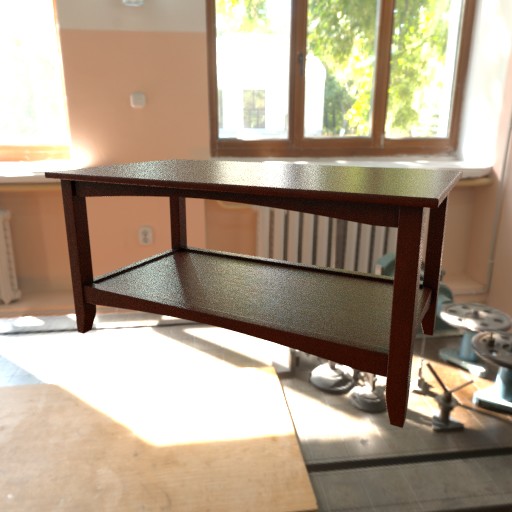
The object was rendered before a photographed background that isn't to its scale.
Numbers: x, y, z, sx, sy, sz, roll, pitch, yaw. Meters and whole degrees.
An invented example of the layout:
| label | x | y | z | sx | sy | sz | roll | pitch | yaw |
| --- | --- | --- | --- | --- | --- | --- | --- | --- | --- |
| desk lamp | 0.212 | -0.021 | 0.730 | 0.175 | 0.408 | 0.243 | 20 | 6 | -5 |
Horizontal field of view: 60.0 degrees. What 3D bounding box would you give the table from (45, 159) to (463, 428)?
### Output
| label | x | y | z | sx | sy | sz | roll | pitch | yaw |
| --- | --- | --- | --- | --- | --- | --- | --- | --- | --- |
| table | 0.000 | 0.000 | 1.208 | 0.943 | 0.456 | 0.533 | 8 | 18 | 27 |
